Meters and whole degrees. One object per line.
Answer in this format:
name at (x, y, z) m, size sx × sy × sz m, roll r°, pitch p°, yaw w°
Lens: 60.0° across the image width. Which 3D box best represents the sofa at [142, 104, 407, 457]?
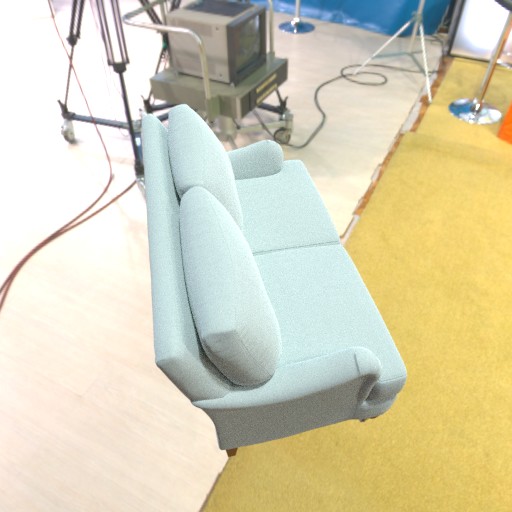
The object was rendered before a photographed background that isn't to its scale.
sofa at (0.000, 0.000, 2.533) m, size 1.084 × 1.101 × 1.853 m, roll -9°, pitch 46°, yaw -8°
